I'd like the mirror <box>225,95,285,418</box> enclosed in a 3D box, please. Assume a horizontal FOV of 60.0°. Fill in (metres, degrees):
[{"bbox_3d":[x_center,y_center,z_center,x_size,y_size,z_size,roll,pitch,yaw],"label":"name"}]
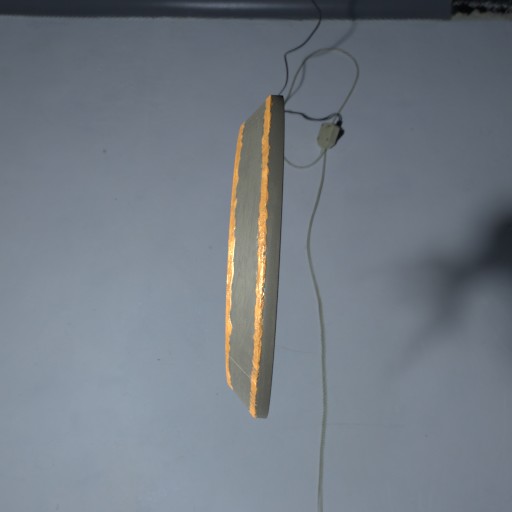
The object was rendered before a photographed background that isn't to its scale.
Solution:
[{"bbox_3d":[0.000,0.000,1.323,0.111,0.907,0.907,3,76,1],"label":"mirror"}]
